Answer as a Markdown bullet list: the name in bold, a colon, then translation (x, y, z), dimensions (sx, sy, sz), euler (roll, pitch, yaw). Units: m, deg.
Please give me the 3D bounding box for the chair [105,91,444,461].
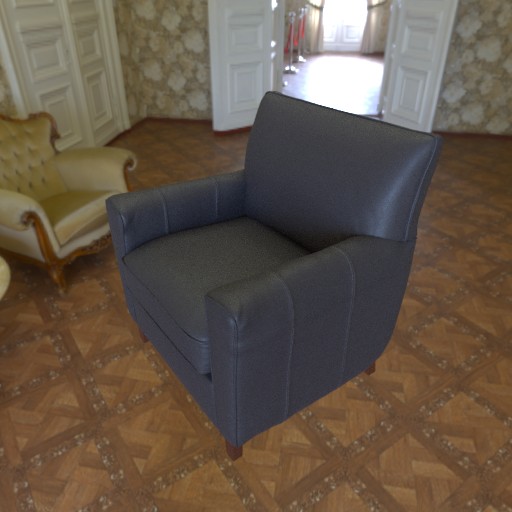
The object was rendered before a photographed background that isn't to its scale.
- **chair**: translation (0.000, 0.000, 1.606), dimensions (0.825, 0.943, 0.870), euler (-21, 37, -30)
